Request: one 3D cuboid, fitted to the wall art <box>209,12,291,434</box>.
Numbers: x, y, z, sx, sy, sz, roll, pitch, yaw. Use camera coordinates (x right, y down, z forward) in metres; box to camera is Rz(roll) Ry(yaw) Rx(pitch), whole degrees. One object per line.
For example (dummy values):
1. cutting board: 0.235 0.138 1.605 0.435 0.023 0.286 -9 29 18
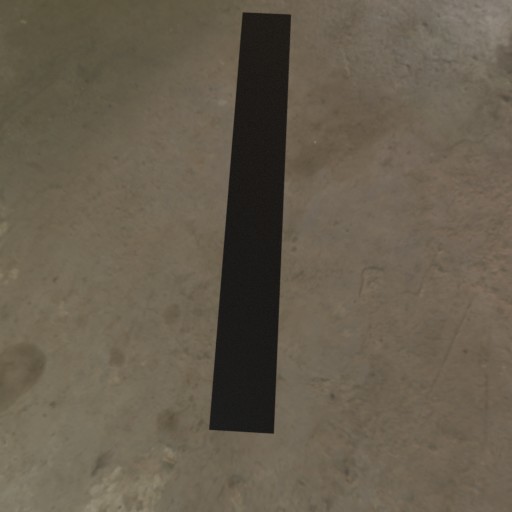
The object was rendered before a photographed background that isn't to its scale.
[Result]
1. wall art: 0.000 0.000 0.447 0.038 0.304 0.305 3 73 1
